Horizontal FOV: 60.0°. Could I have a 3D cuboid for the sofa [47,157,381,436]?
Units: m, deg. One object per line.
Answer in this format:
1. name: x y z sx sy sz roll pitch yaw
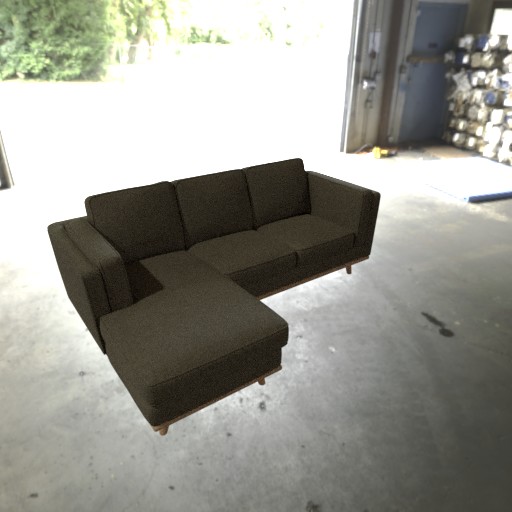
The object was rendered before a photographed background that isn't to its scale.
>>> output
1. sofa: 0.000 0.000 3.171 2.411 0.929 1.604 -18 31 -31
